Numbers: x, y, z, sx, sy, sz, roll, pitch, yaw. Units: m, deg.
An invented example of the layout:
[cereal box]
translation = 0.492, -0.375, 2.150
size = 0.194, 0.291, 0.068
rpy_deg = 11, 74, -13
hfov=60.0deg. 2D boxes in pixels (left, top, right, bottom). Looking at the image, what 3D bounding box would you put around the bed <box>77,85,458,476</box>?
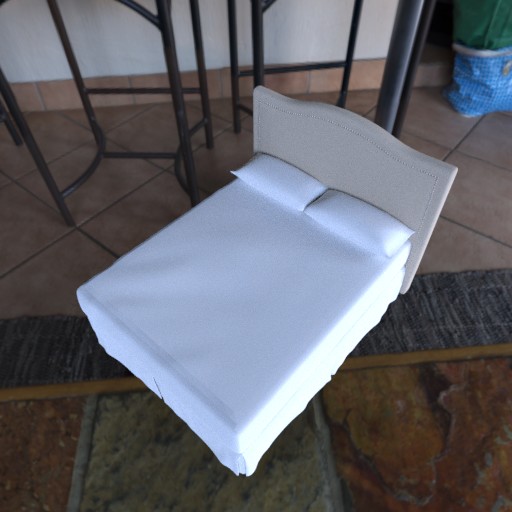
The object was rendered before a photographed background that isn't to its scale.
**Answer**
[bed]
translation = 0.000, 0.000, 3.119
size = 1.678, 1.398, 2.052
rpy_deg = 33, 55, 26
